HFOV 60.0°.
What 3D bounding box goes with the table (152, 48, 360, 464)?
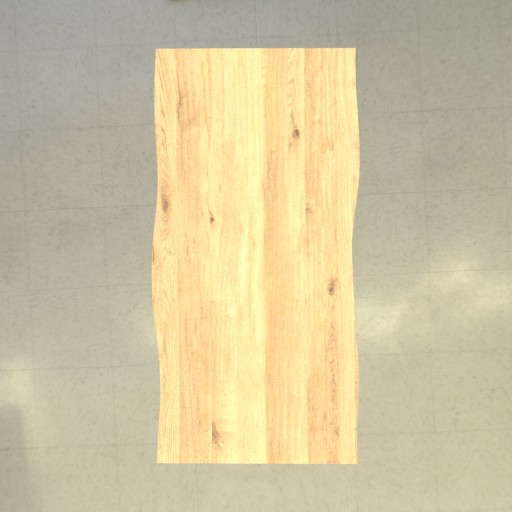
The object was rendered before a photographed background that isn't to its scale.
[{"bbox_3d":[0.000,0.000,2.293,0.900,0.780,1.800,0,91,0],"label":"table"}]
